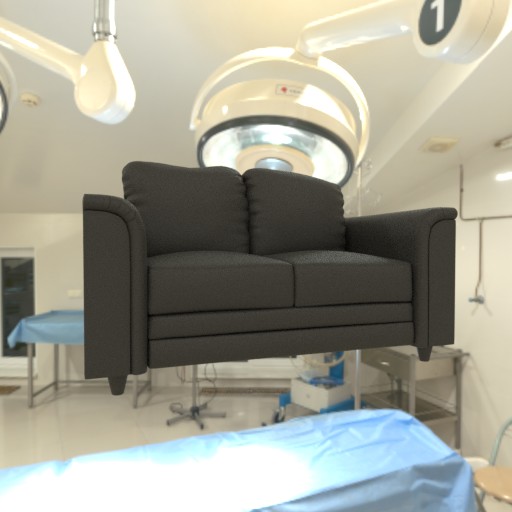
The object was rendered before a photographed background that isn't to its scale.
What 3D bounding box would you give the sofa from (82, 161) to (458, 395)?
[{"bbox_3d":[0.000,0.000,1.933,1.386,0.845,0.887,0,1,-20],"label":"sofa"}]
